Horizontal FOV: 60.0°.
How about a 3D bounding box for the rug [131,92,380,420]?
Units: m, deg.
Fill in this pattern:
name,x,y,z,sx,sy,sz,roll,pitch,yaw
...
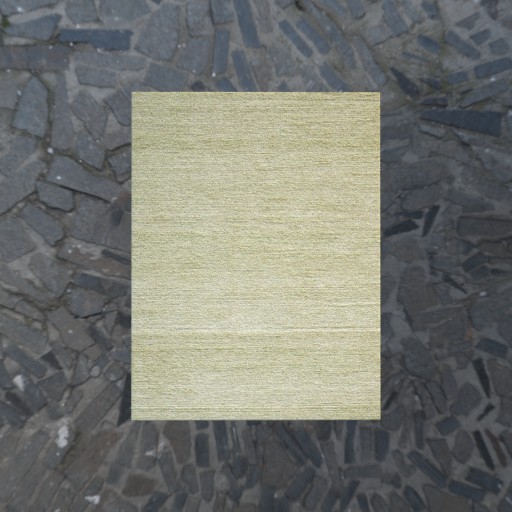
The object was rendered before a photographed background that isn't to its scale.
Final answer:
name,x,y,z,sx,sy,sz,roll,pitch,yaw
rug,0.000,0.000,4.324,2.425,0.016,3.198,0,90,0
